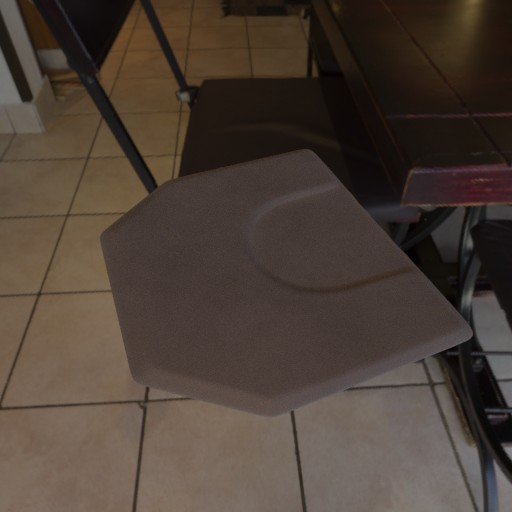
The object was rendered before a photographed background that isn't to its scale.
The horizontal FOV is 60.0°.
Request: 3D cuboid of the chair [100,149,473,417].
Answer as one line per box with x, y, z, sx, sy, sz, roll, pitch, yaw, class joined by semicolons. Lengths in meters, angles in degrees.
0.000;0.000;1.911;1.219;0.024;1.372;-16;48;-15;chair
